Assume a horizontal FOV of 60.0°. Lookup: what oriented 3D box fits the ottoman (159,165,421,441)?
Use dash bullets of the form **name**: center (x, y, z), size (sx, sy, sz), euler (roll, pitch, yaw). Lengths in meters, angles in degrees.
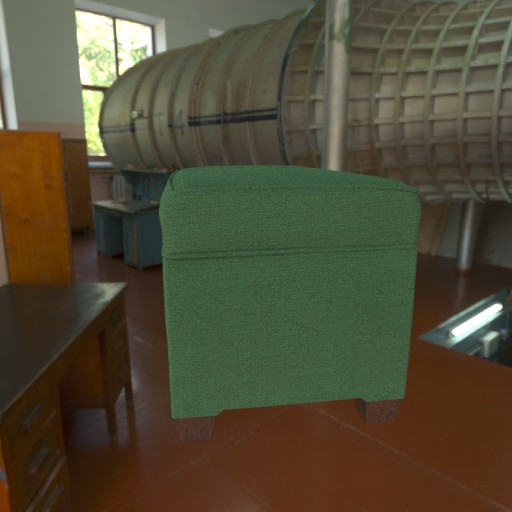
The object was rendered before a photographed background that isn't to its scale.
- **ottoman**: center (0.000, 0.000, 1.205), size (0.483, 0.471, 0.957), euler (-2, 13, -9)
